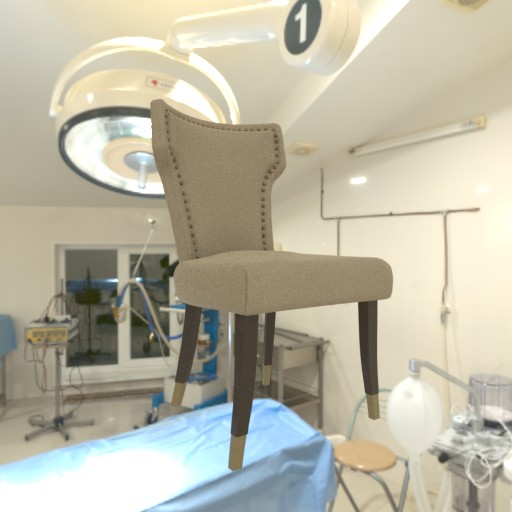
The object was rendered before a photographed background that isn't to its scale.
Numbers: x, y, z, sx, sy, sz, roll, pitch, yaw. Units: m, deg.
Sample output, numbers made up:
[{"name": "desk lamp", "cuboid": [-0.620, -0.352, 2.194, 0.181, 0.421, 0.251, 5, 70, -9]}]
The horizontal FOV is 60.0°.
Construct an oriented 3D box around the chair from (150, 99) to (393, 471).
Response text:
[{"name": "chair", "cuboid": [0.000, 0.000, 1.350, 0.526, 0.955, 0.630, -1, 2, -36]}]
